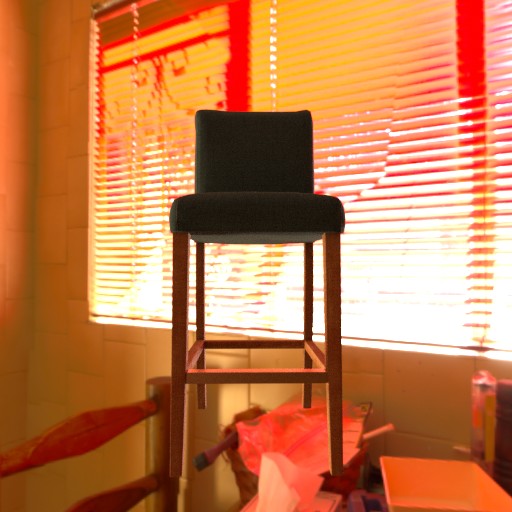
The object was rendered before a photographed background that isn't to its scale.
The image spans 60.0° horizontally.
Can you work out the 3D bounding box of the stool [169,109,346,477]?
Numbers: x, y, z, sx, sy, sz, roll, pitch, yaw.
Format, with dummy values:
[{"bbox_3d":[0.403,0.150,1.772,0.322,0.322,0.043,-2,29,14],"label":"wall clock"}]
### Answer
[{"bbox_3d":[0.000,0.000,1.366,0.454,1.088,0.574,0,-2,-1],"label":"stool"}]
